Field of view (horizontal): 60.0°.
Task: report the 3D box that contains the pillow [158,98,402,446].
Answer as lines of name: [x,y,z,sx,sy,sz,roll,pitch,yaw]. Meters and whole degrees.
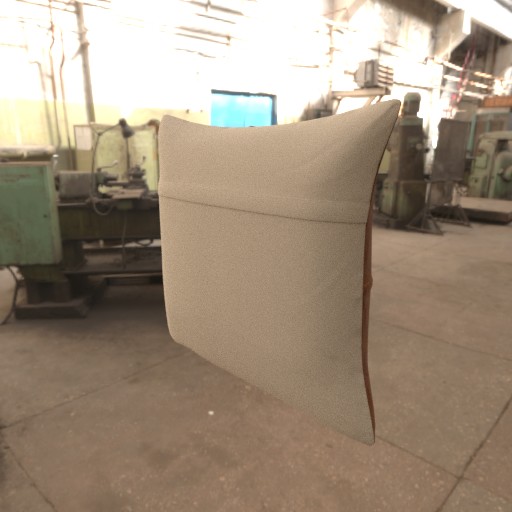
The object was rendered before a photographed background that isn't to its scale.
pillow: [0.000,0.000,0.753,0.192,0.477,0.501,-14,20,-42]
